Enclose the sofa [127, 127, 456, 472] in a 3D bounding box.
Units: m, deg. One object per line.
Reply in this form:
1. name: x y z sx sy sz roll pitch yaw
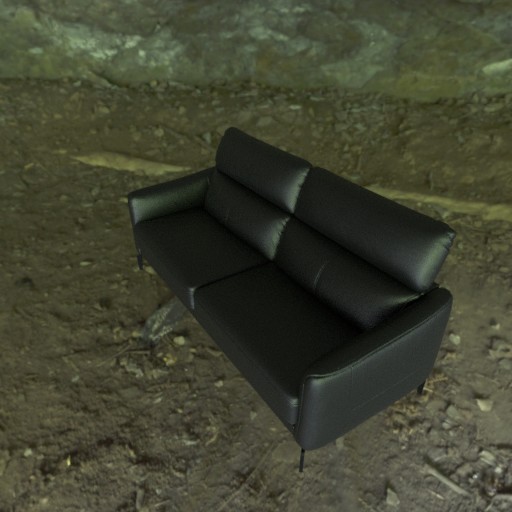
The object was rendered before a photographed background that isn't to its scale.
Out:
1. sofa: 0.000 0.000 2.552 0.856 0.957 2.069 -19 37 -28
